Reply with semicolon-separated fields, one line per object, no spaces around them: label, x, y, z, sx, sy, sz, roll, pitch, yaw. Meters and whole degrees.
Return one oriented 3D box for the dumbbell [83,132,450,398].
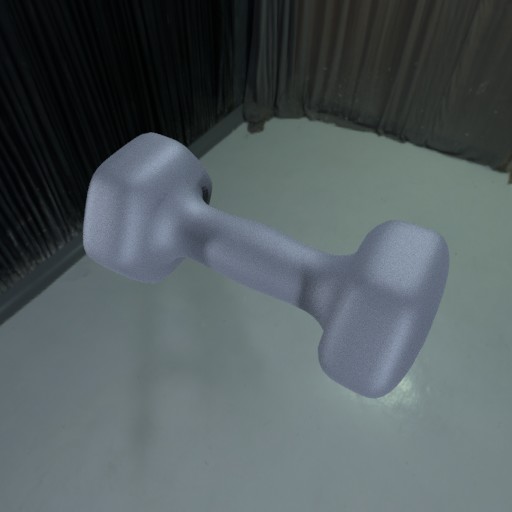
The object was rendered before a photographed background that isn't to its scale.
dumbbell;0.000;0.000;0.306;0.240;0.105;0.116;24;52;20
